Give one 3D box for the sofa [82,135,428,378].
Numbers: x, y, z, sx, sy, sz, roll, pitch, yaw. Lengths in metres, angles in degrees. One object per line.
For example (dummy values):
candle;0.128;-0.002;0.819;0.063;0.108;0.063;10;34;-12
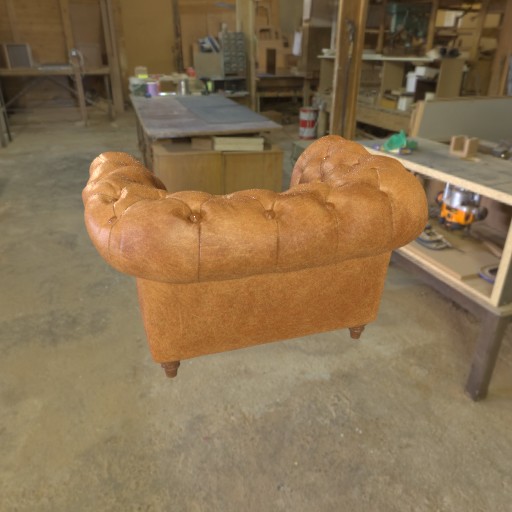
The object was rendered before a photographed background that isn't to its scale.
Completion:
sofa;0.000;0.000;2.029;1.405;0.878;1.033;-8;27;-16
